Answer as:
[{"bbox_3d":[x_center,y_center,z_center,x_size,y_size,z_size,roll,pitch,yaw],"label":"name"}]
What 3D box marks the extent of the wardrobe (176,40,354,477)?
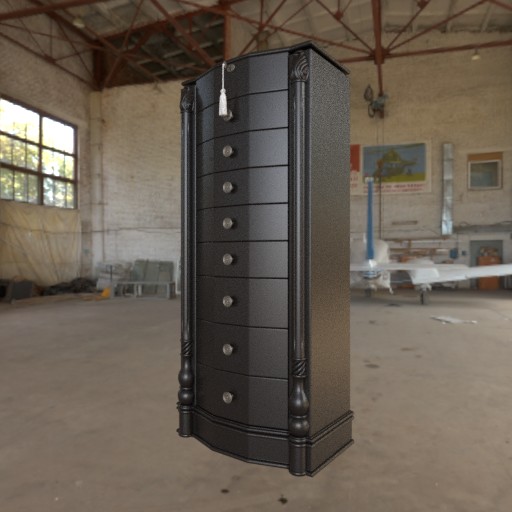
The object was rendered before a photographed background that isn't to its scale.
[{"bbox_3d":[0.000,0.000,1.210,0.444,1.011,0.295,0,0,36],"label":"wardrobe"}]
